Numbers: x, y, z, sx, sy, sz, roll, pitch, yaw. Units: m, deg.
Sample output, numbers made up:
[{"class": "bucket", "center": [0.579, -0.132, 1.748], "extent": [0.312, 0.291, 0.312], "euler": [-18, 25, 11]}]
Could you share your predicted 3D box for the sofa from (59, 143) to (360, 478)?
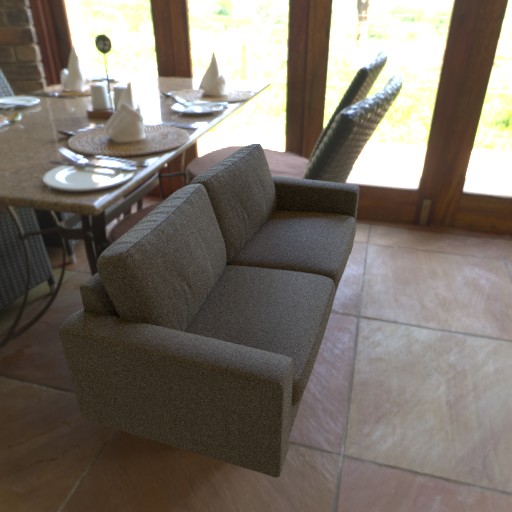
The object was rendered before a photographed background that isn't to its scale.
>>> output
[{"class": "sofa", "center": [0.000, 0.000, 2.660], "extent": [1.016, 0.873, 2.179], "euler": [9, 30, 16]}]
